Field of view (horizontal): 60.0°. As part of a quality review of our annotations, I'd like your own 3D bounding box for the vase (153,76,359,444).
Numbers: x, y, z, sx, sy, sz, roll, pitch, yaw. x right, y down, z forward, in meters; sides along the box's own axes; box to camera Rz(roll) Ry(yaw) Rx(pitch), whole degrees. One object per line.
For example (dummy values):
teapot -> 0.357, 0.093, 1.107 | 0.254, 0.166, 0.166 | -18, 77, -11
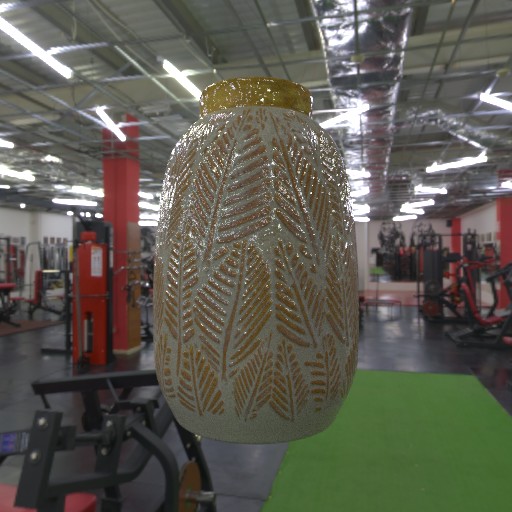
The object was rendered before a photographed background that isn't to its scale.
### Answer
vase -> 0.000, 0.000, 0.380 | 0.172, 0.270, 0.172 | 0, 0, 0
